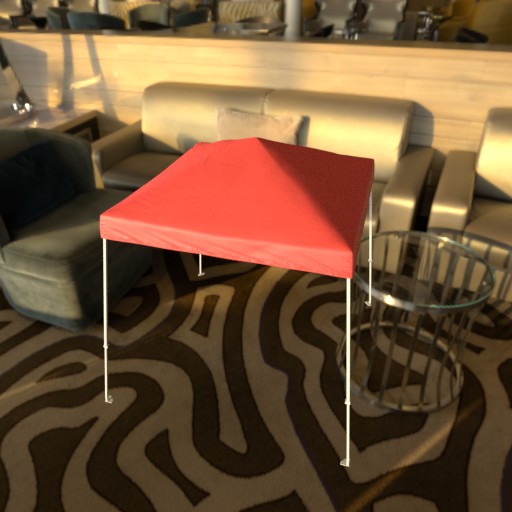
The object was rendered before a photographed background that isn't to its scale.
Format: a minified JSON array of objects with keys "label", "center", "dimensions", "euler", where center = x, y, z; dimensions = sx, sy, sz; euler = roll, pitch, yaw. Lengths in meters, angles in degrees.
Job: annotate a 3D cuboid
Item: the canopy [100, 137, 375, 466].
[{"label":"canopy","center":[0.000,0.000,6.667],"dimensions":[3.599,3.600,3.600],"euler":[9,33,14]}]
